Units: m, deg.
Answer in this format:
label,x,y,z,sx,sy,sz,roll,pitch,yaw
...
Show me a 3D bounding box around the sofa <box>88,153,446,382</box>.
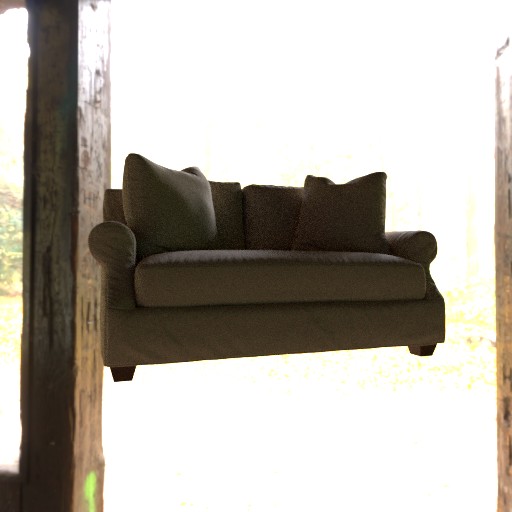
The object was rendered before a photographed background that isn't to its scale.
label,x,y,z,sx,sy,sz,roll,pitch,yaw
sofa,0.000,0.000,2.199,1.550,0.905,1.070,0,-1,-19
